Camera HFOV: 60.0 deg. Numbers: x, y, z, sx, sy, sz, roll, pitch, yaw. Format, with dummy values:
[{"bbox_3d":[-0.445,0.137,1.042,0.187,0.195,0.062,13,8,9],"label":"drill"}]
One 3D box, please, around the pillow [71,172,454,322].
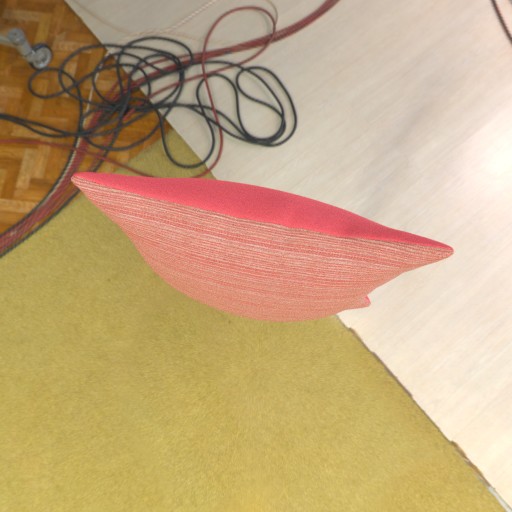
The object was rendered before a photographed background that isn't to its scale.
[{"bbox_3d":[0.000,0.000,0.840,0.559,0.501,0.229,12,76,3],"label":"pillow"}]
